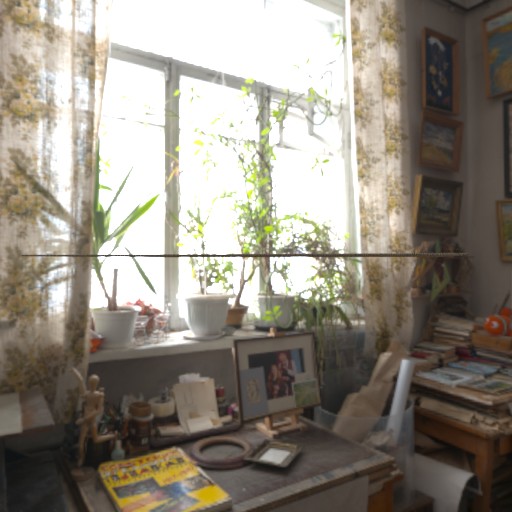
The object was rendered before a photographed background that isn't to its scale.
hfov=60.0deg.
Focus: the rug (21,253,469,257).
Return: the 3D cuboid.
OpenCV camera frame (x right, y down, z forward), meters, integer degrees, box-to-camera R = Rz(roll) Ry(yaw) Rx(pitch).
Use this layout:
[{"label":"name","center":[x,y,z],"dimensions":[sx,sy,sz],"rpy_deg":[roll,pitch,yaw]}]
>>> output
[{"label":"rug","center":[0.000,0.000,2.177],"dimensions":[1.752,0.006,1.142],"rpy_deg":[0,0,18]}]
